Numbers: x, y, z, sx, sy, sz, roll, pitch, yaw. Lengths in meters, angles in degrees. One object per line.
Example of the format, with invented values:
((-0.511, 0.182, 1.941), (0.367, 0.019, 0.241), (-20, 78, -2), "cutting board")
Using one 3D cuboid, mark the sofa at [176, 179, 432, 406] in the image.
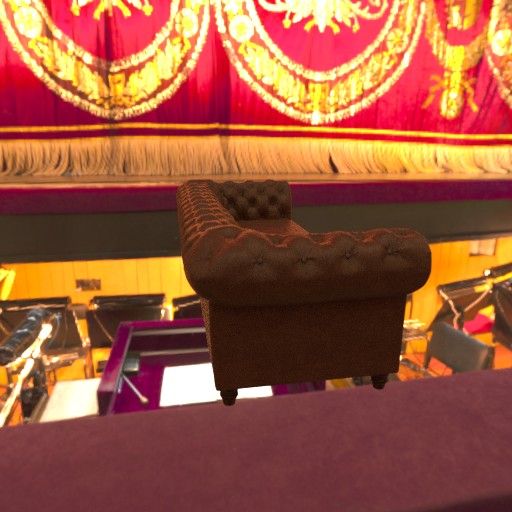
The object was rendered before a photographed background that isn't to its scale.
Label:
((0.000, 0.000, 2.781), (0.944, 0.783, 2.385), (-3, 16, -10), "sofa")
